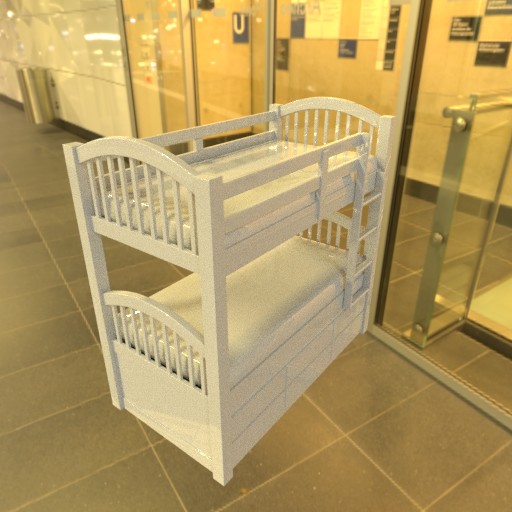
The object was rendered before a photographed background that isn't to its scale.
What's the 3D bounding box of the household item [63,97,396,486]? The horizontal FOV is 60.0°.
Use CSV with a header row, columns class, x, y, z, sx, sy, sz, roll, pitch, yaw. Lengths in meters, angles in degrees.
class,x,y,z,sx,sy,sz,roll,pitch,yaw
household item,0.000,0.000,3.273,1.143,2.032,2.032,19,32,33
